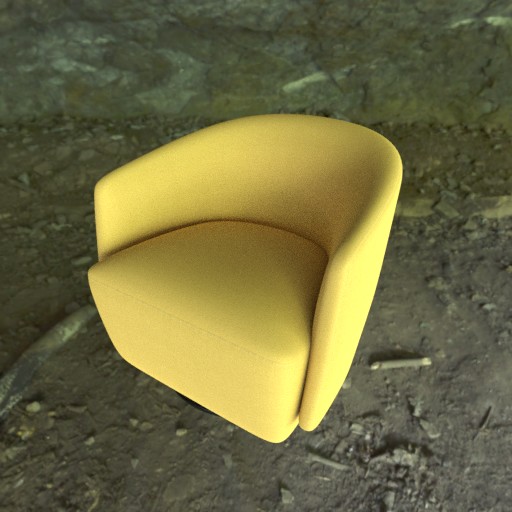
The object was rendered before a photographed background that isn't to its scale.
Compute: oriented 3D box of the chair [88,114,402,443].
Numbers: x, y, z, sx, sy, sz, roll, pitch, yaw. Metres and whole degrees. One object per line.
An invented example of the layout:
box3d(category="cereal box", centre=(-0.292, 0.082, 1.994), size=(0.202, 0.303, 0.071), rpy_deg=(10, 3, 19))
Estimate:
box3d(category="chair", centre=(0.000, 0.000, 1.322), size=(0.773, 0.698, 0.767), rpy_deg=(18, 34, 30))
